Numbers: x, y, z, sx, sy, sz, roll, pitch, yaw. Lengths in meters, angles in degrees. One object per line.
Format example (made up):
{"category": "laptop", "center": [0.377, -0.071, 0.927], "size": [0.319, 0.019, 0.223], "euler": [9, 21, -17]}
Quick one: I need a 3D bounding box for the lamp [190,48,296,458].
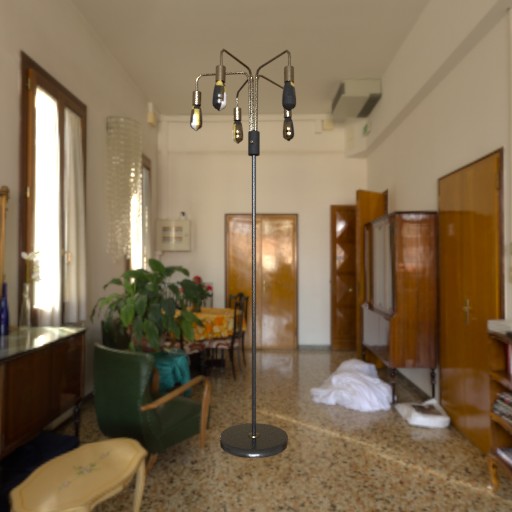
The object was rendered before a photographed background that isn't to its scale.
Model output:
{"category": "lamp", "center": [0.000, 0.000, 2.048], "size": [0.572, 1.721, 0.599], "euler": [1, -1, -34]}
